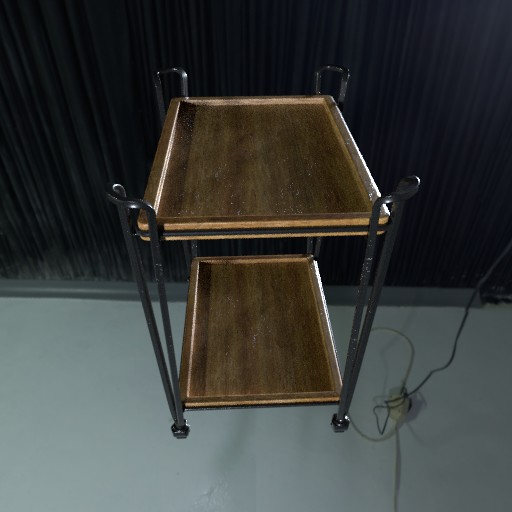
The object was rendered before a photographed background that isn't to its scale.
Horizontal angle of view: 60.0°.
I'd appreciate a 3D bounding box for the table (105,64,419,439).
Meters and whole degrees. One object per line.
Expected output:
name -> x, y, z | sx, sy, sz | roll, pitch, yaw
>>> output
table -> 0.000, 0.000, 1.180 | 0.505, 0.785, 0.672 | -2, 40, -2
